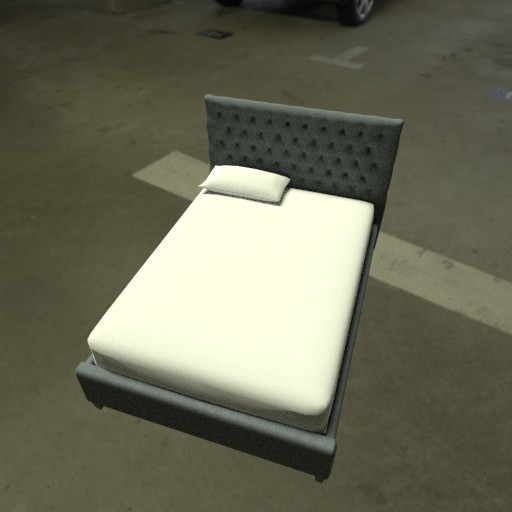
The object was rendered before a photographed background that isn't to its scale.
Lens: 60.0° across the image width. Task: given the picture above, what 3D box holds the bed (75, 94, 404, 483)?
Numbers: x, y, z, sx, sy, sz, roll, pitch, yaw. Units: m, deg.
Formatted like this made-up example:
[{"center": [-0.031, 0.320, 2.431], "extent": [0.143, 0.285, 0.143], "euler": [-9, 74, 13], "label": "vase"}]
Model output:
[{"center": [0.000, 0.000, 3.299], "extent": [1.698, 1.411, 2.335], "euler": [12, 42, 14], "label": "bed"}]
